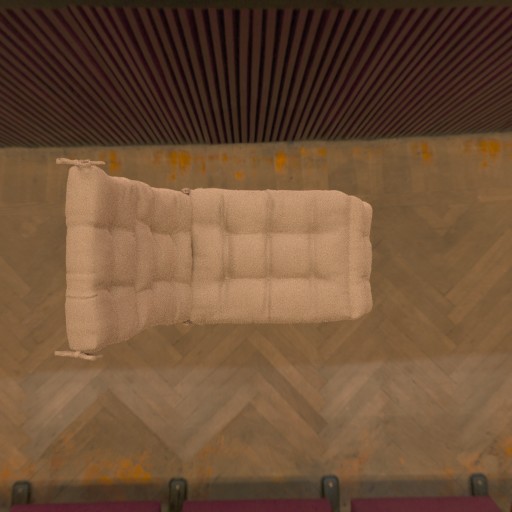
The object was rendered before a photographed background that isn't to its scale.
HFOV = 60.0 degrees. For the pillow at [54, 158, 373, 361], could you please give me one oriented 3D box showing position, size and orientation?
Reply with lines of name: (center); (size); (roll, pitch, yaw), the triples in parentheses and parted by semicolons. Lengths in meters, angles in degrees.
pillow: (0.000, 0.000, 1.510); (1.016, 0.863, 0.526); (0, 90, -1)
